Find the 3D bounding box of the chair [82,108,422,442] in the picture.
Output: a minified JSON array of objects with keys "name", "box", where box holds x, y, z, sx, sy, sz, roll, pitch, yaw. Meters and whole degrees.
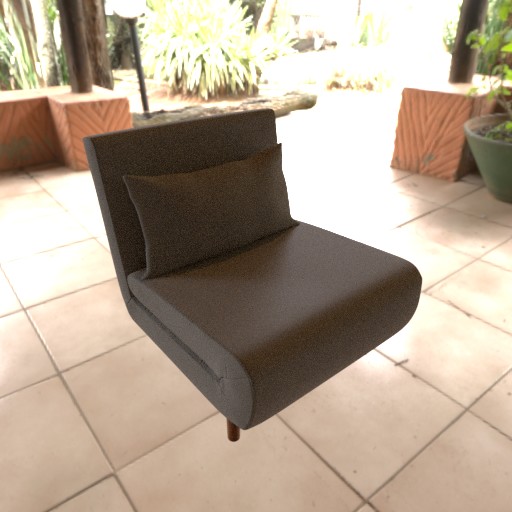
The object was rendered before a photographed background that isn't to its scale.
[{"name":"chair","box":[0.000,0.000,1.536,0.770,0.808,0.902,-21,35,-33]}]
